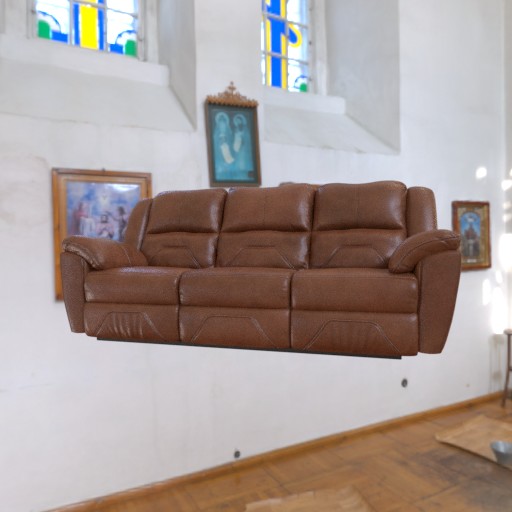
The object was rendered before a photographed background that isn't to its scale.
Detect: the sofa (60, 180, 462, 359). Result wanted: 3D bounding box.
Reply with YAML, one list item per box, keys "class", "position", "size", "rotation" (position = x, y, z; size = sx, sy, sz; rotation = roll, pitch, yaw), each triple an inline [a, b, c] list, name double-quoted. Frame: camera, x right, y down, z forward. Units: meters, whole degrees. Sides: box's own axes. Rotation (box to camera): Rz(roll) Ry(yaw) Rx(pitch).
- class: "sofa"
  position: [0.000, 0.000, 2.881]
  size: [2.337, 1.043, 0.991]
  rotation: [0, 0, 17]
